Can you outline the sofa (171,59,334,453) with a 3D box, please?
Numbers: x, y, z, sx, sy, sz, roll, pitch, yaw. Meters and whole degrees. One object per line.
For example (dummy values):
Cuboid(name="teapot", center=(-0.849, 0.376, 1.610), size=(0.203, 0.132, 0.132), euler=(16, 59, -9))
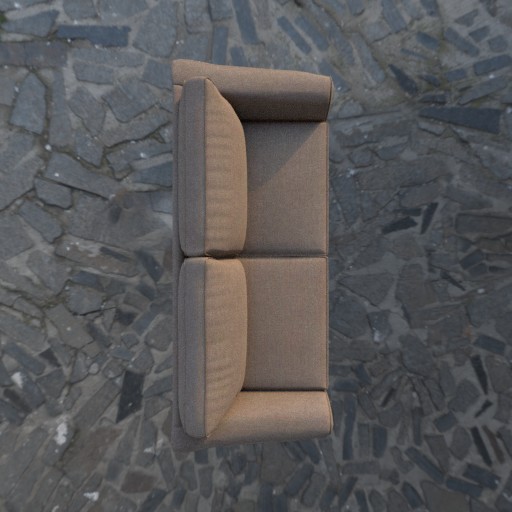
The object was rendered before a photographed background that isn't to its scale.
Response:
Cuboid(name="sofa", center=(0.000, 0.000, 2.825), size=(0.986, 0.906, 2.270), euler=(0, 90, -1))
